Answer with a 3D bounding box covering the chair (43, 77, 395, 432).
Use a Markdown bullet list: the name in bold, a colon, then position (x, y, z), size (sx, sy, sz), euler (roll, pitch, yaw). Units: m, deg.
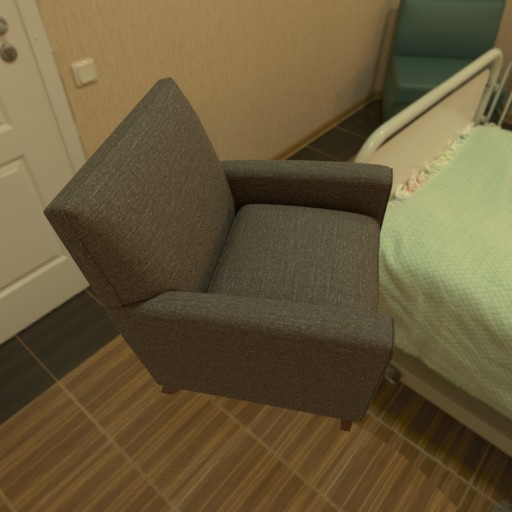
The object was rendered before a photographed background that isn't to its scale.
- **chair**: position (0.000, 0.000, 1.546), size (0.875, 0.885, 0.838), euler (8, 45, 9)
